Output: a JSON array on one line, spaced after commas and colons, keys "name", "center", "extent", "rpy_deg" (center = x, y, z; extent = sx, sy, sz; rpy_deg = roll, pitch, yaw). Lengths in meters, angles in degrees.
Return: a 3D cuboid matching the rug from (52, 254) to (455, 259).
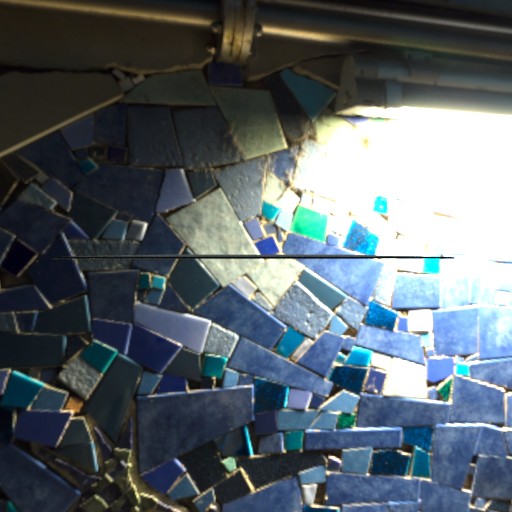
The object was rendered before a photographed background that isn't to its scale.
[{"name": "rug", "center": [0.000, 0.000, 4.332], "extent": [2.432, 0.018, 3.342], "rpy_deg": [0, 0, 1]}]
